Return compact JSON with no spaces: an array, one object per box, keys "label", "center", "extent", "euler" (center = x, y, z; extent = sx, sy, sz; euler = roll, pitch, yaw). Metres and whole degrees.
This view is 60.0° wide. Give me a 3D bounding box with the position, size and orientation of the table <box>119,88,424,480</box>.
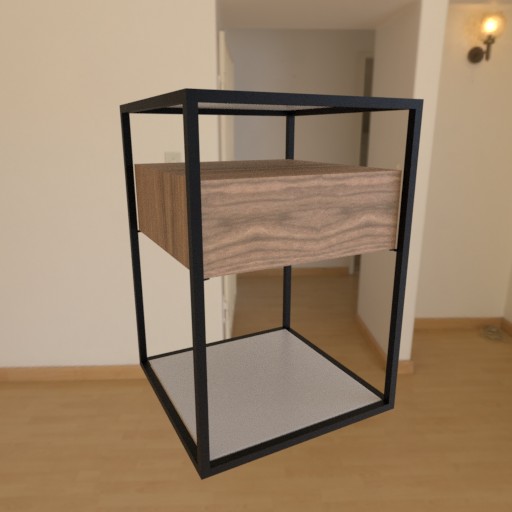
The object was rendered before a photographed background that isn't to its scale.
[{"label":"table","center":[0.000,0.000,0.823],"extent":[0.378,0.540,0.378],"euler":[-8,17,-26]}]
